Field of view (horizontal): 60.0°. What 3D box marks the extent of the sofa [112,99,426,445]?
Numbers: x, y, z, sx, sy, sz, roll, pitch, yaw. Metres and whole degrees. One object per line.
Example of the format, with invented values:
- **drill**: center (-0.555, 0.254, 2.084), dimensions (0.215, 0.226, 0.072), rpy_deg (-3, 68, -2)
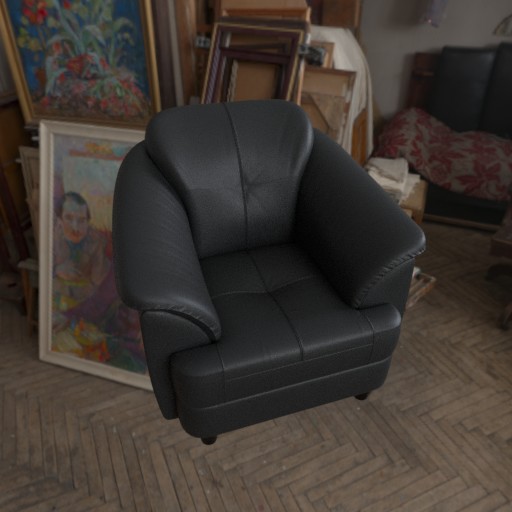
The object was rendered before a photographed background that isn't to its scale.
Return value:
- **sofa**: center (0.000, 0.000, 1.451), dimensions (0.870, 0.811, 0.794), rpy_deg (-10, 35, -15)
